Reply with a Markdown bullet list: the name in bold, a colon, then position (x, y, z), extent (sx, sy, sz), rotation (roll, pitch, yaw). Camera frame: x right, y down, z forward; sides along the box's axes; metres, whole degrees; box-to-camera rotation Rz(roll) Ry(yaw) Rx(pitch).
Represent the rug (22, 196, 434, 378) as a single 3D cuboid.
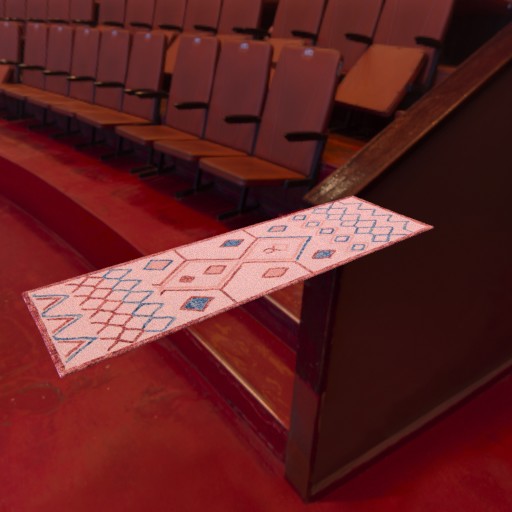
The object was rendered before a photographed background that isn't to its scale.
- **rug**: position (0.000, 0.000, 2.639), extent (2.435, 0.011, 0.750), rotation (-19, 33, -31)
